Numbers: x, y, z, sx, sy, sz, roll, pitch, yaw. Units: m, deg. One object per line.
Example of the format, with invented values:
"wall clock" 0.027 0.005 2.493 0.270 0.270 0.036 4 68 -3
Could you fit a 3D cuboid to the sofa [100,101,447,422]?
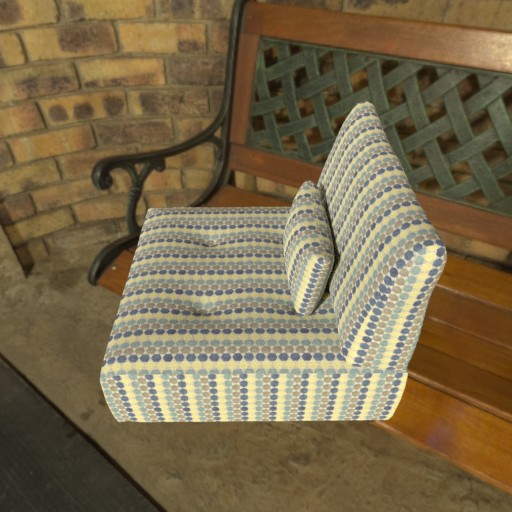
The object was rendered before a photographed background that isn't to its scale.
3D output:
"sofa" 0.000 0.000 1.665 1.000 0.830 0.930 0 41 0
